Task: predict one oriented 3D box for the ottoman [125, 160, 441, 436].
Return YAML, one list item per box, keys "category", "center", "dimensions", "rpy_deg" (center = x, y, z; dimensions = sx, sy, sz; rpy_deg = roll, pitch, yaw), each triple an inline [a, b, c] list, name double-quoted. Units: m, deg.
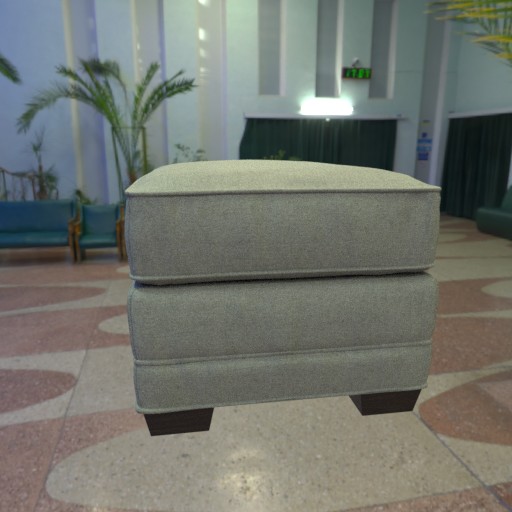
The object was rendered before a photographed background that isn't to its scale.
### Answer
- category: "ottoman"
  center: [0.000, 0.000, 1.205]
  dimensions: [0.611, 0.508, 0.848]
  rpy_deg: [-2, 13, -9]
